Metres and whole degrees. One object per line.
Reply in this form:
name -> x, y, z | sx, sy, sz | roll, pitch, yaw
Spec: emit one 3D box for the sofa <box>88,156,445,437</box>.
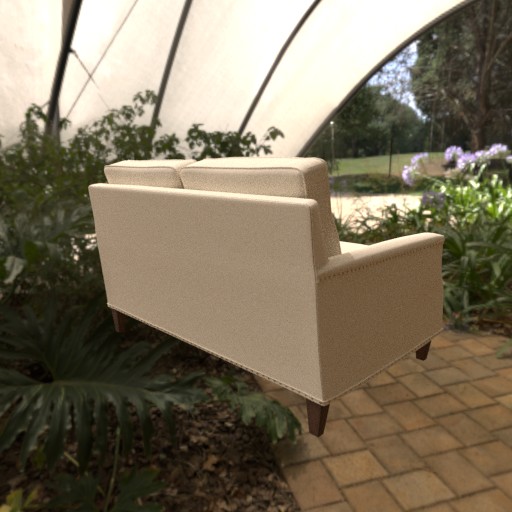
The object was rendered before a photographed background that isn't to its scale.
sofa -> 0.000, 0.000, 2.312 | 1.597, 1.003, 1.084 | 12, 17, 43
